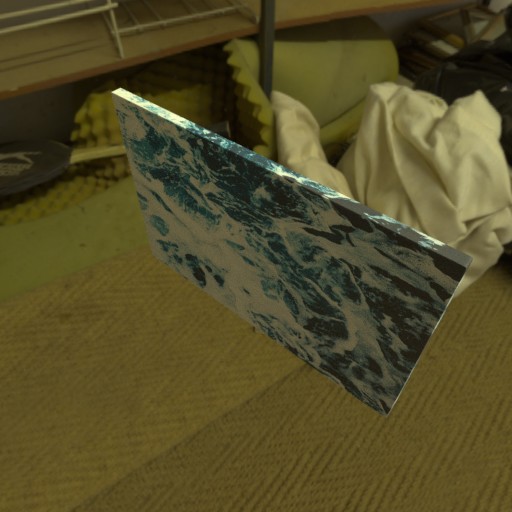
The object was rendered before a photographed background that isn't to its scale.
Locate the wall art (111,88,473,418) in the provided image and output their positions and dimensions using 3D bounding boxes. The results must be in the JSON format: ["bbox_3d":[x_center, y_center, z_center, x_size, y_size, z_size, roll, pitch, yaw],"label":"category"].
[{"bbox_3d":[0.000,0.000,1.913,1.524,1.017,0.055,31,55,25],"label":"wall art"}]
